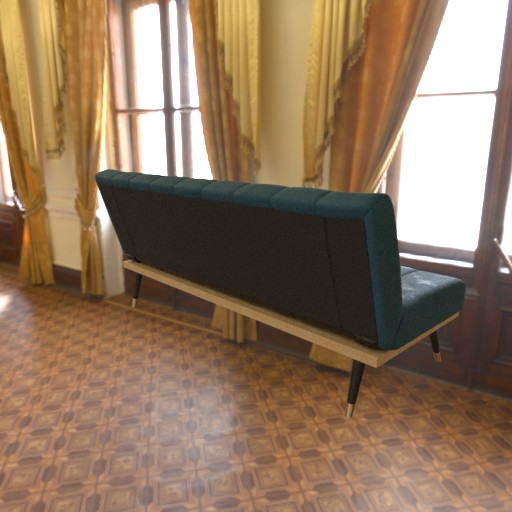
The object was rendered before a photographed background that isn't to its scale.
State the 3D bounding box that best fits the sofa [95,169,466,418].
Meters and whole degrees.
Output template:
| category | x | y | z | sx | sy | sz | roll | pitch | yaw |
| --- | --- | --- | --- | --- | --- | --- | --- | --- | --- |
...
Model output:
| category | x | y | z | sx | sy | sz | roll | pitch | yaw |
| --- | --- | --- | --- | --- | --- | --- | --- | --- | --- |
| sofa | 0.000 | 0.000 | 2.261 | 0.830 | 0.825 | 1.810 | -13 | 19 | -42 |
